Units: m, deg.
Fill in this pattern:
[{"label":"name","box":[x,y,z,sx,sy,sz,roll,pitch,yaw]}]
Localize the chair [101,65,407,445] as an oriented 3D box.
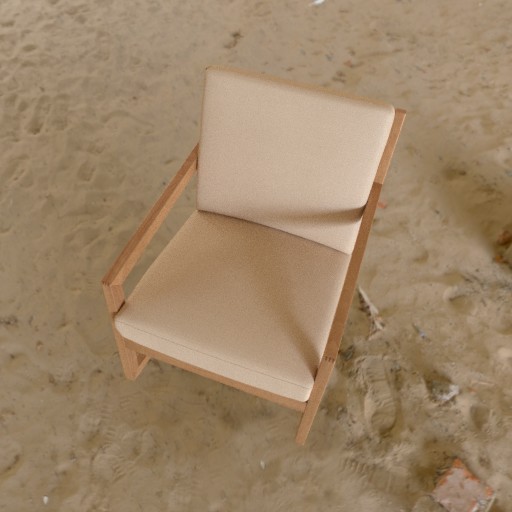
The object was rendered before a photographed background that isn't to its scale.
[{"label":"chair","box":[0.000,0.000,1.396,0.622,0.790,0.857,17,59,10]}]
